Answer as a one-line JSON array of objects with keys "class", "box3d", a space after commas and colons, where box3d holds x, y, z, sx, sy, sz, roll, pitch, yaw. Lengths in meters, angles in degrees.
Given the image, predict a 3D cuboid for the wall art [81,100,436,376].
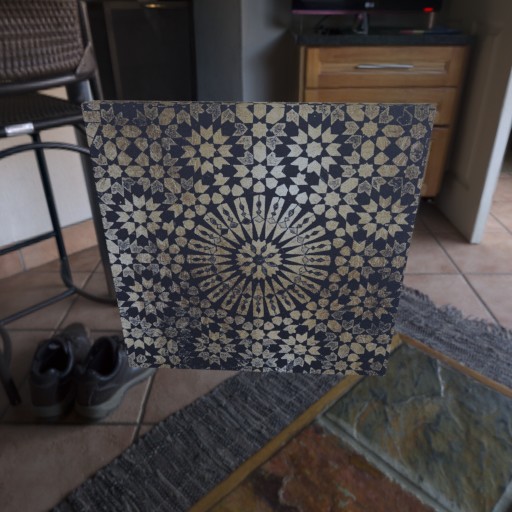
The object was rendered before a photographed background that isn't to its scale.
[{"class": "wall art", "box3d": [0.000, 0.000, 0.924, 0.612, 0.612, 0.038, 1, 29, 2]}]
